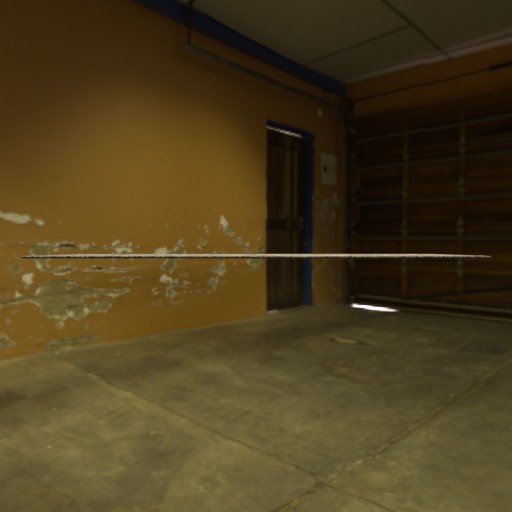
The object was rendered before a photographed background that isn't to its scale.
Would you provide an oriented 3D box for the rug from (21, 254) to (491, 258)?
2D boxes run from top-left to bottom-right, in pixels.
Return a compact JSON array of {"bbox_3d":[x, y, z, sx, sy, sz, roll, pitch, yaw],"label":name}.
[{"bbox_3d":[0.000,0.000,2.507,2.305,0.013,0.719,0,1,0],"label":"rug"}]
